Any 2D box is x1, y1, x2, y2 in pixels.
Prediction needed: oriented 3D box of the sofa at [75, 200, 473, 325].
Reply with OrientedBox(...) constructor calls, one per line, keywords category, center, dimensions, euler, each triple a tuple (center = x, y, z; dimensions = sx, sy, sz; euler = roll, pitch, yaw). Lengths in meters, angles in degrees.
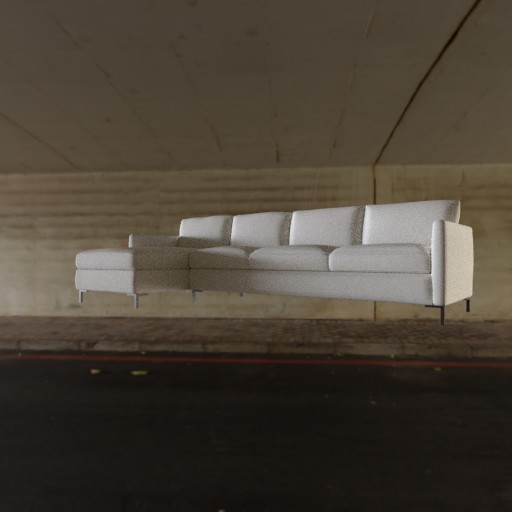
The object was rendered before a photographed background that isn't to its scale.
OrientedBox(category="sofa", center=(0.000, 0.000, 3.789), dimensions=(3.186, 0.875, 1.467), euler=(0, 0, 36))
